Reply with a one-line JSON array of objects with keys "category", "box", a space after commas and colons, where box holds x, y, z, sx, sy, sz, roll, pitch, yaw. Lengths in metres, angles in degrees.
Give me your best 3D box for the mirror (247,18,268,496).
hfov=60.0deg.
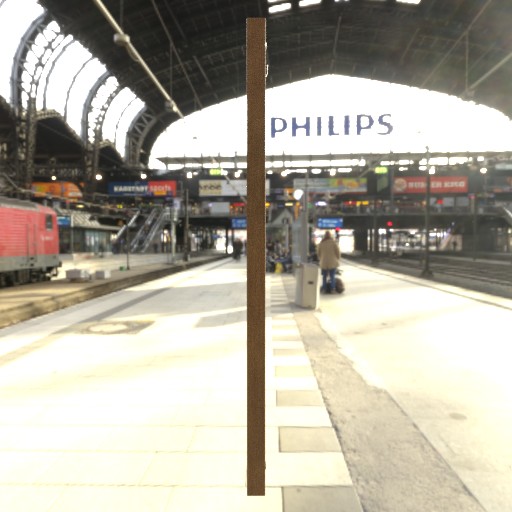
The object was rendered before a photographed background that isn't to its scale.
[{"category": "mirror", "box": [0.000, 0.000, 1.152, 0.040, 0.915, 0.609, 0, 2, 0]}]
